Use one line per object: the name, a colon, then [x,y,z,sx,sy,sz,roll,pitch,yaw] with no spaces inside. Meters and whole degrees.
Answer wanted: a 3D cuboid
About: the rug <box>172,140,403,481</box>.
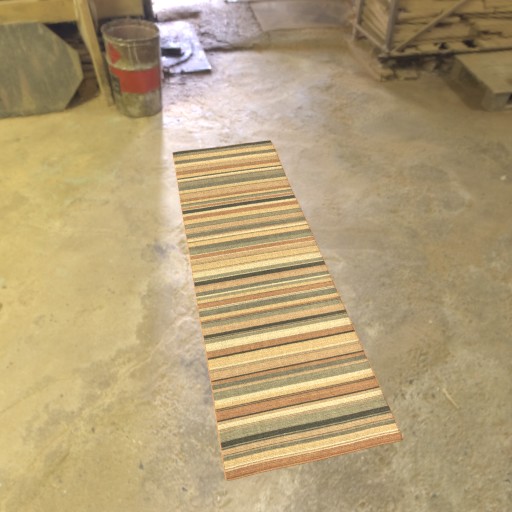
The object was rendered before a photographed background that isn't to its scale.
rug: [0.000,0.000,2.706,0.799,0.010,2.444,-9,48,-9]
